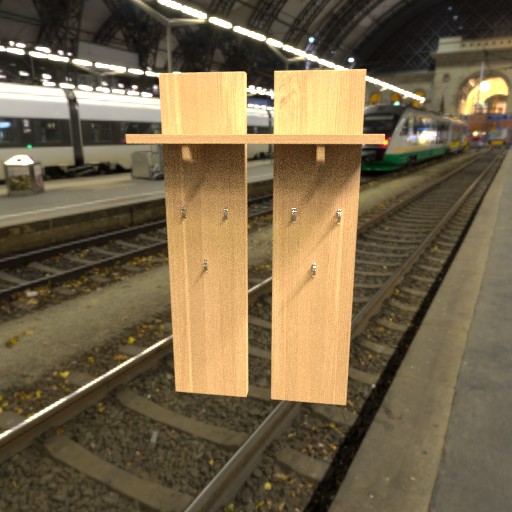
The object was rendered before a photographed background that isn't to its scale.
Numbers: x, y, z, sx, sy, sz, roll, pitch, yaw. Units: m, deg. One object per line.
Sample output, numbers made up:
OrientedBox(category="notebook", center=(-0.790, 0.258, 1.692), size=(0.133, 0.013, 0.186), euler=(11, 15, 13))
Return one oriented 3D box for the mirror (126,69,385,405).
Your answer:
OrientedBox(category="mirror", center=(0.000, 0.000, 1.586), size=(0.800, 1.250, 0.260), euler=(2, 15, 8))
